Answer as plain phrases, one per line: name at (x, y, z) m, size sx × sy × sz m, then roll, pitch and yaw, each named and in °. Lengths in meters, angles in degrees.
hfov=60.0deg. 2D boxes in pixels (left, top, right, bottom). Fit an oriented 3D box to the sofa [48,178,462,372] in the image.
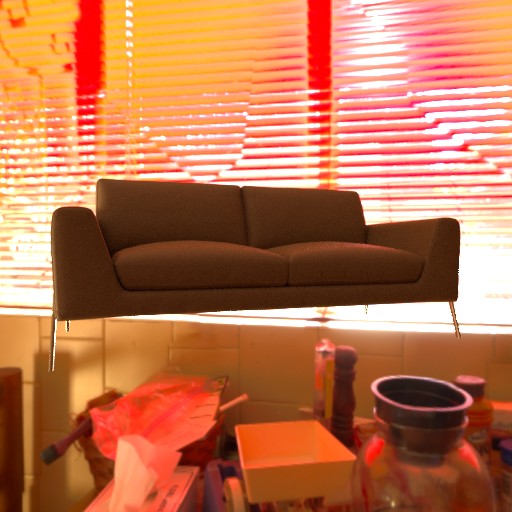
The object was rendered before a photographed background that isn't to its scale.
sofa at (0.000, 0.000, 2.470) m, size 2.017 × 0.875 × 0.953 m, roll 0°, pitch 1°, yaw -19°
